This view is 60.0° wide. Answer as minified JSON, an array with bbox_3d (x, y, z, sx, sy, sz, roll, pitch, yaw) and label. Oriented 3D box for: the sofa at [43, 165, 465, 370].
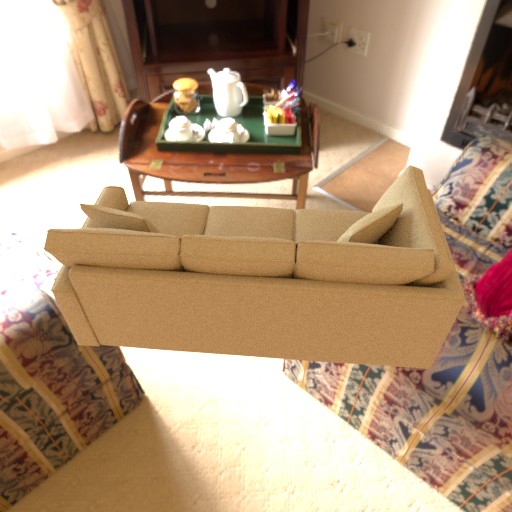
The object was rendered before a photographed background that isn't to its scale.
[{"bbox_3d":[0.000,0.000,2.953,2.317,0.962,1.061,3,45,3],"label":"sofa"}]
